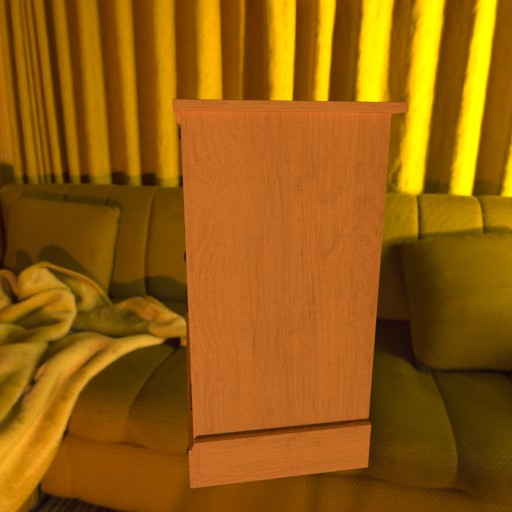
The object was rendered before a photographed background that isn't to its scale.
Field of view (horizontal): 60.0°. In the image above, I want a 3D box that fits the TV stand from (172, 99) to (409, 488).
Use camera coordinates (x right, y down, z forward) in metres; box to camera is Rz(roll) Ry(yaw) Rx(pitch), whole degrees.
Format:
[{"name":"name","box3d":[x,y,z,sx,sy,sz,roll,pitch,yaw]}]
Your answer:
[{"name":"TV stand","box3d":[0.000,0.000,1.283,0.430,0.787,0.851,-2,15,-9]}]
